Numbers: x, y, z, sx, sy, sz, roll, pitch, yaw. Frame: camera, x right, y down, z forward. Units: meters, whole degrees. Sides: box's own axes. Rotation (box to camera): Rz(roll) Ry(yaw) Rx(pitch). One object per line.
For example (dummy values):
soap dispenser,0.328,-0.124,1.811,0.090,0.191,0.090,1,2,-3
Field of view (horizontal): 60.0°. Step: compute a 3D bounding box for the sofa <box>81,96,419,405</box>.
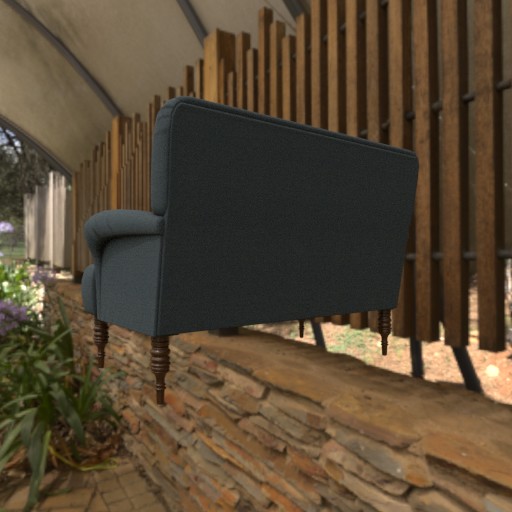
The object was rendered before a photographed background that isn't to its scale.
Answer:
sofa,0.000,0.000,1.839,1.297,0.889,0.779,0,0,-37
